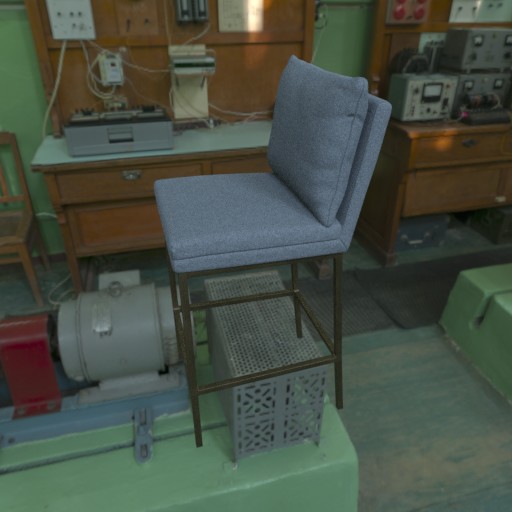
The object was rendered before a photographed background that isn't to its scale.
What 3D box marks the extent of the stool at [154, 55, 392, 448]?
[{"bbox_3d":[0.000,0.000,1.423,0.569,1.130,0.463,-8,31,-14],"label":"stool"}]
